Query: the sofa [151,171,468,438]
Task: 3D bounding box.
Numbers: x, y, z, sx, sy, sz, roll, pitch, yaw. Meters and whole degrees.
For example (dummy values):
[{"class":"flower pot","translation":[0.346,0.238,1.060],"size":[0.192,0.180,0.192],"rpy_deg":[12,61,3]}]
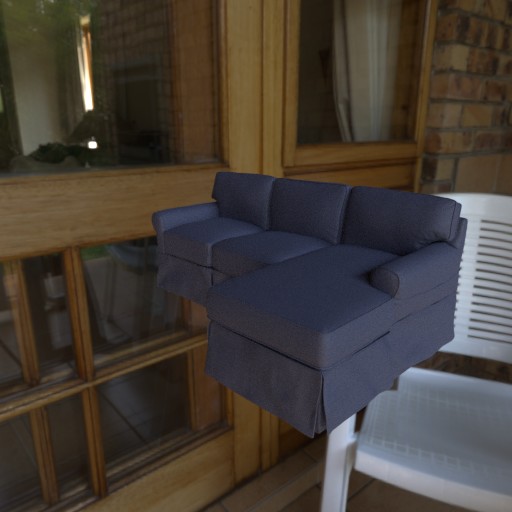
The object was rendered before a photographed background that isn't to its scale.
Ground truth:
[{"class":"sofa","translation":[0.000,0.000,3.368],"size":[2.518,1.039,1.637],"rpy_deg":[16,23,42]}]
